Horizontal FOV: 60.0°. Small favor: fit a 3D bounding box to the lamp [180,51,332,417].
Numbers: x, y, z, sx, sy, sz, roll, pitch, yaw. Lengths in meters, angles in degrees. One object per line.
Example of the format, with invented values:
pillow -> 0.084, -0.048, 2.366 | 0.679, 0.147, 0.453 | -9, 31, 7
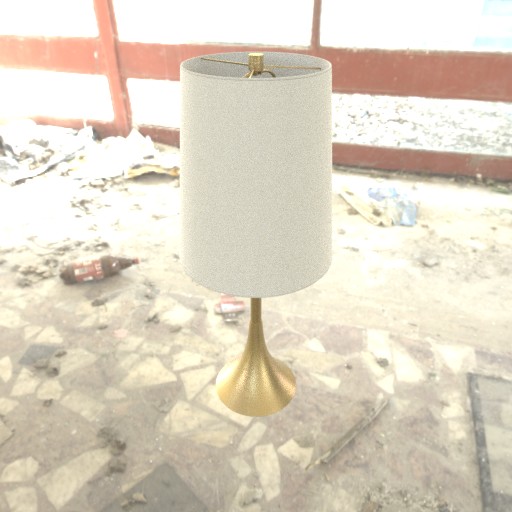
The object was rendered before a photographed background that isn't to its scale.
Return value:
lamp -> 0.000, 0.000, 0.680 | 0.231, 0.569, 0.231 | 0, 33, 0
